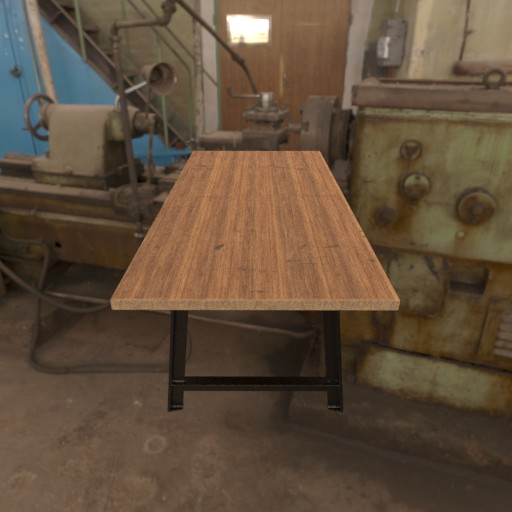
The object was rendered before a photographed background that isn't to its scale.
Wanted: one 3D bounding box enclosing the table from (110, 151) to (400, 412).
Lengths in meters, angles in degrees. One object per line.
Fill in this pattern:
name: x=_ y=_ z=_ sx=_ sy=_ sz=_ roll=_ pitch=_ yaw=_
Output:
table: x=0.000 y=0.000 z=2.677 sx=1.000 sy=0.757 sz=2.200 roll=0 pitch=26 yaw=0
